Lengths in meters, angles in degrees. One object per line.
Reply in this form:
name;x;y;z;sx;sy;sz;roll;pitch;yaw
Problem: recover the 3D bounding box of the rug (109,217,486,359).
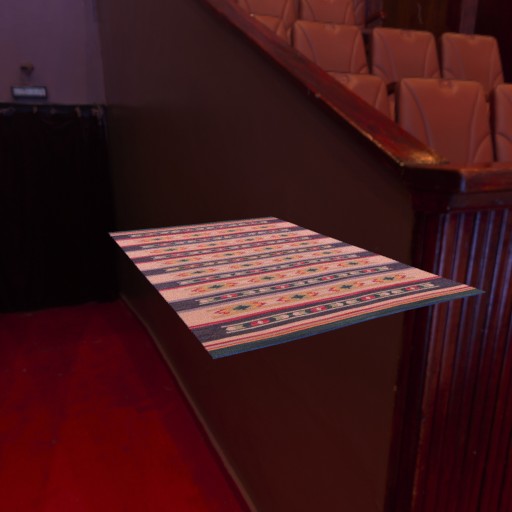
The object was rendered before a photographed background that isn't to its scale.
rug;0.000;0.000;2.950;1.522;0.010;2.311;-8;18;-26
